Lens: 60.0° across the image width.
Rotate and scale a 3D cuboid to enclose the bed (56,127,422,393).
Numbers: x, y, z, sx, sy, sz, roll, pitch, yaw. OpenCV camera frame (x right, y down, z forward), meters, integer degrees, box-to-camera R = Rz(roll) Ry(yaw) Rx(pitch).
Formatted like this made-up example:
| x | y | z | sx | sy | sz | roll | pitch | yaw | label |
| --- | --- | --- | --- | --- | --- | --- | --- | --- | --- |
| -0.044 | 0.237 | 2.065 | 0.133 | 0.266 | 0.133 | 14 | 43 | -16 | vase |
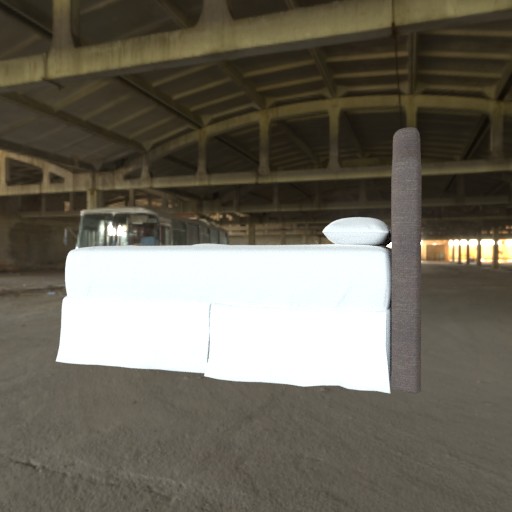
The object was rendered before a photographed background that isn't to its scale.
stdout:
| x | y | z | sx | sy | sz | roll | pitch | yaw | label |
| --- | --- | --- | --- | --- | --- | --- | --- | --- | --- |
| 0.000 | 0.000 | 3.105 | 2.116 | 1.290 | 1.693 | 0 | 1 | 19 | bed |
